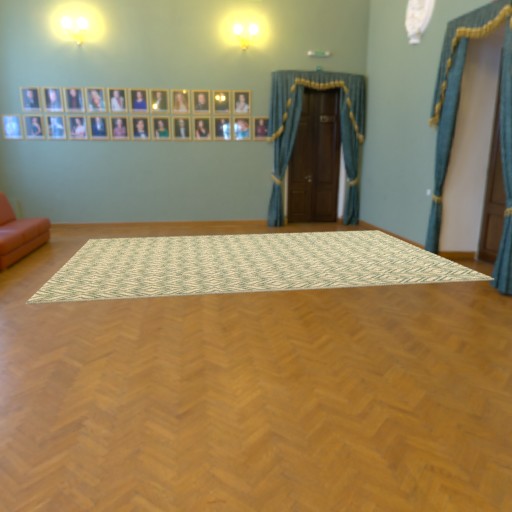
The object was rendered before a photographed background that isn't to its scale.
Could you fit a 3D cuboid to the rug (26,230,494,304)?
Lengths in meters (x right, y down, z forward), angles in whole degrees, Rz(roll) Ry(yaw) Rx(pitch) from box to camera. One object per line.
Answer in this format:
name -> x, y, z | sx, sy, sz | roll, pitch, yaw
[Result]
rug -> 0.000, 0.000, 2.993 | 2.435, 0.011, 1.517 | -2, 14, -9
